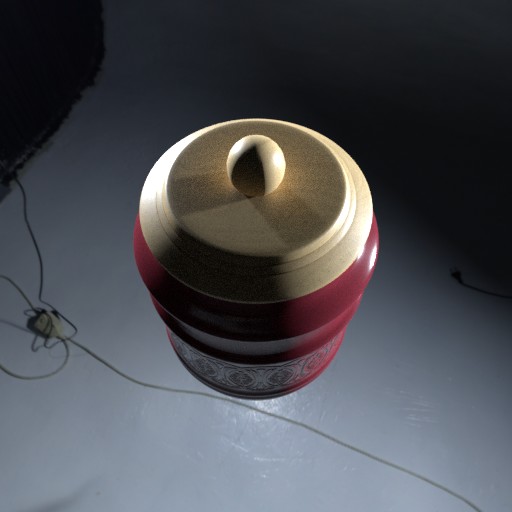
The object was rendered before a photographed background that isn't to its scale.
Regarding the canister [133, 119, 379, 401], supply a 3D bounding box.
[{"bbox_3d":[0.000,0.000,0.261,0.130,0.176,0.130,0,58,0],"label":"canister"}]
